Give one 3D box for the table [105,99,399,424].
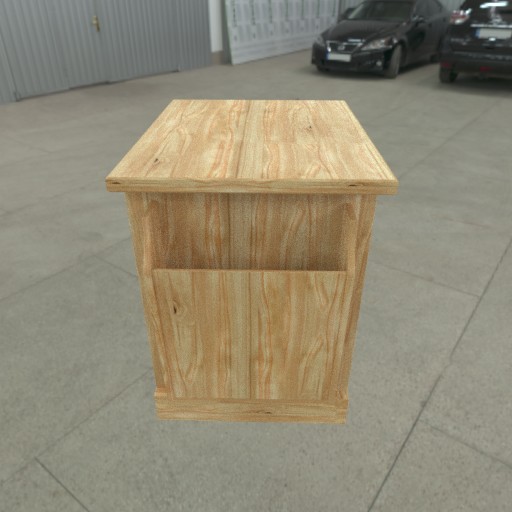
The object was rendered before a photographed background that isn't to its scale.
[{"bbox_3d":[0.000,0.000,0.903,0.380,0.515,0.530,1,31,1],"label":"table"}]
